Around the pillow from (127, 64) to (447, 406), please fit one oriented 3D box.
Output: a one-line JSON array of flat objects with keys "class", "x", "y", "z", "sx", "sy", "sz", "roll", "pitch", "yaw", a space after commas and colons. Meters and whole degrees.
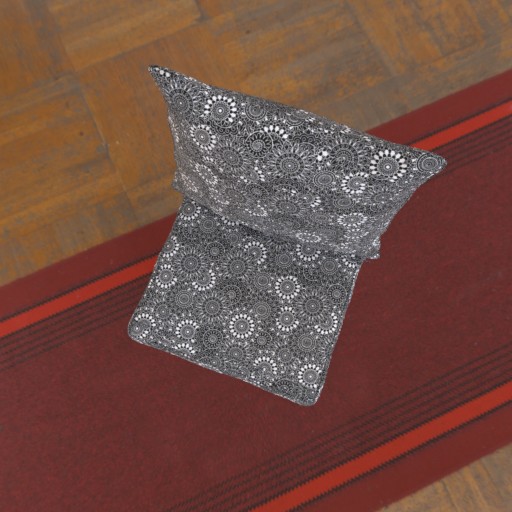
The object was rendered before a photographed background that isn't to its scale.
[{"class": "pillow", "x": 0.000, "y": 0.000, "z": 1.343, "sx": 0.798, "sy": 0.722, "sz": 0.740, "roll": 20, "pitch": 77, "yaw": 5}]
